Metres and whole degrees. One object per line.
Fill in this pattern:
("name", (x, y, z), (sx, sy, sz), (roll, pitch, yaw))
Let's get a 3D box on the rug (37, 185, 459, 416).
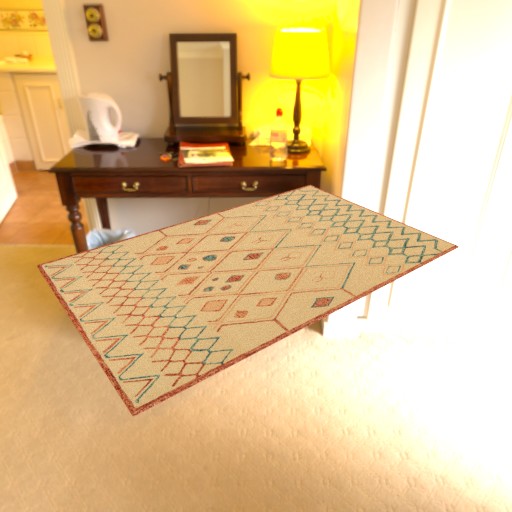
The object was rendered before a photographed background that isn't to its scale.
("rug", (0.000, 0.000, 3.005), (2.438, 0.015, 1.524), (-21, 36, -32))
